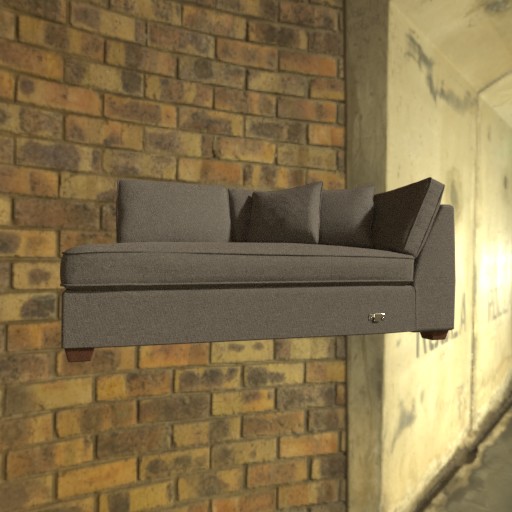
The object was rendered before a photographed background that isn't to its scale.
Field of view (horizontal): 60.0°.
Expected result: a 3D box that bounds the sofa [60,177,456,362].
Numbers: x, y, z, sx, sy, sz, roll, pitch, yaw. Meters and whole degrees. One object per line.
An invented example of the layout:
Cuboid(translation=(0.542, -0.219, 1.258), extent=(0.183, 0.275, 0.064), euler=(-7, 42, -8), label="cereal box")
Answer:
Cuboid(translation=(0.000, 0.000, 2.841), extent=(2.237, 1.033, 1.110), euler=(1, -2, -18), label="sofa")
